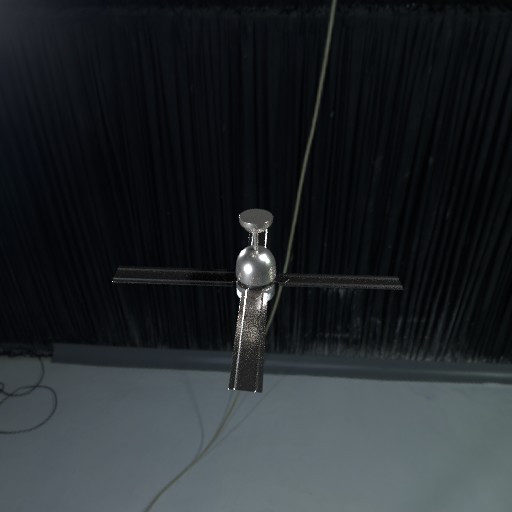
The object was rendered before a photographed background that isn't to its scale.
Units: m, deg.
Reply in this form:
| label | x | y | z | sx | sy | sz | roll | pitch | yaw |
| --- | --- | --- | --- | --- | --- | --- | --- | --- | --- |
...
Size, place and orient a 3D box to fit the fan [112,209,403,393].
| label | x | y | z | sx | sy | sz | roll | pitch | yaw |
| --- | --- | --- | --- | --- | --- | --- | --- | --- | --- |
| fan | 0.000 | 0.000 | 2.025 | 1.346 | 0.406 | 1.346 | 1 | 32 | 1 |
